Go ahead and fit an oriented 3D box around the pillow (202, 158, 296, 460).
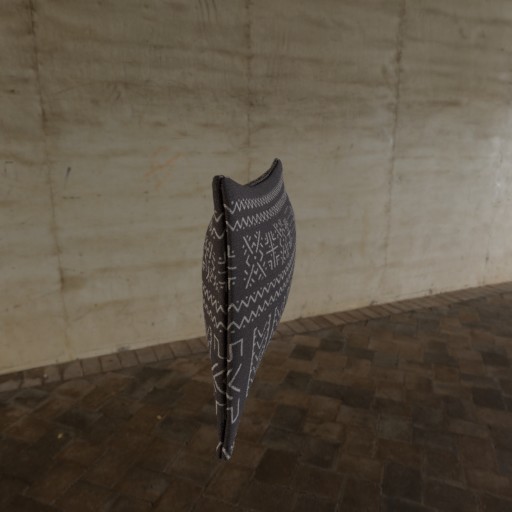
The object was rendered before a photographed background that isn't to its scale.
[{"bbox_3d":[0.000,0.000,0.781,0.135,0.322,0.667,2,14,8],"label":"pillow"}]
